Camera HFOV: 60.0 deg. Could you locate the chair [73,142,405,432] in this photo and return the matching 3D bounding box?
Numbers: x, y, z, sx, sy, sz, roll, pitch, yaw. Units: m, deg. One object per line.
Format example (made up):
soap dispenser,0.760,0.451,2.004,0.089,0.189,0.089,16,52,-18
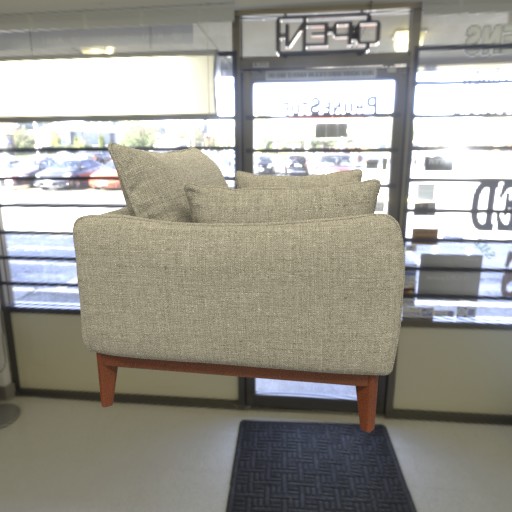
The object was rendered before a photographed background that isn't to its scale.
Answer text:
chair,0.000,0.000,1.707,0.976,0.839,0.993,2,14,9
